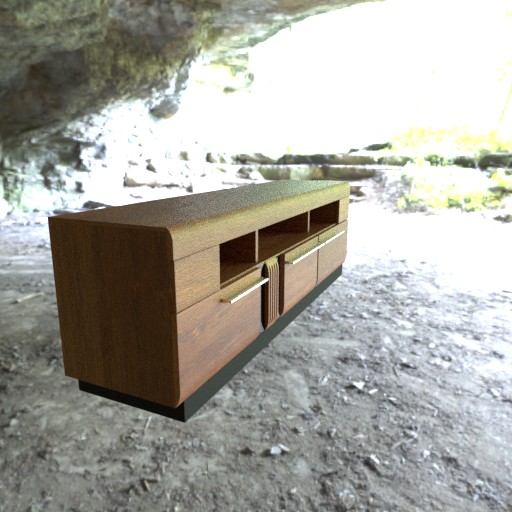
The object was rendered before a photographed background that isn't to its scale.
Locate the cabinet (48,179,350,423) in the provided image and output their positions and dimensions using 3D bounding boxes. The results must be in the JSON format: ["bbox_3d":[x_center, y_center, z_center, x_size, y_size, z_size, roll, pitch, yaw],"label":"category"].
[{"bbox_3d":[0.000,0.000,1.809,0.419,0.510,1.600,6,15,25],"label":"cabinet"}]
